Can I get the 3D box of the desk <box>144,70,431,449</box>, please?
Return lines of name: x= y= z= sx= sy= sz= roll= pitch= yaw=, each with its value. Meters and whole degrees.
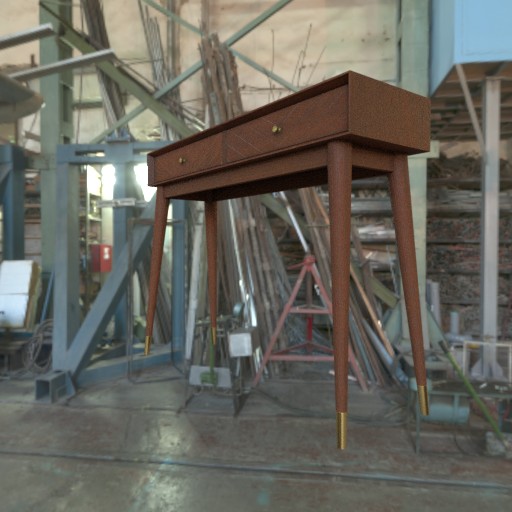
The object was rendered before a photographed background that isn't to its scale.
desk: x=0.000 y=0.000 z=1.656 sx=0.384 sy=0.917 sz=1.204 roll=-1 pitch=2 yaw=-37
